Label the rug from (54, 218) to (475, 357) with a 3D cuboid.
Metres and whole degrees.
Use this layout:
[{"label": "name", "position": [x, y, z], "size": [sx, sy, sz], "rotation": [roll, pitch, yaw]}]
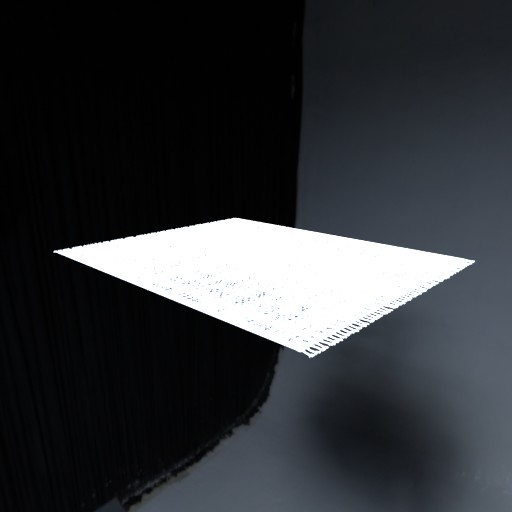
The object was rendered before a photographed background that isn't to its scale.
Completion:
[{"label": "rug", "position": [0.000, 0.000, 3.893], "size": [2.940, 0.013, 2.312], "rotation": [14, 21, 41]}]
